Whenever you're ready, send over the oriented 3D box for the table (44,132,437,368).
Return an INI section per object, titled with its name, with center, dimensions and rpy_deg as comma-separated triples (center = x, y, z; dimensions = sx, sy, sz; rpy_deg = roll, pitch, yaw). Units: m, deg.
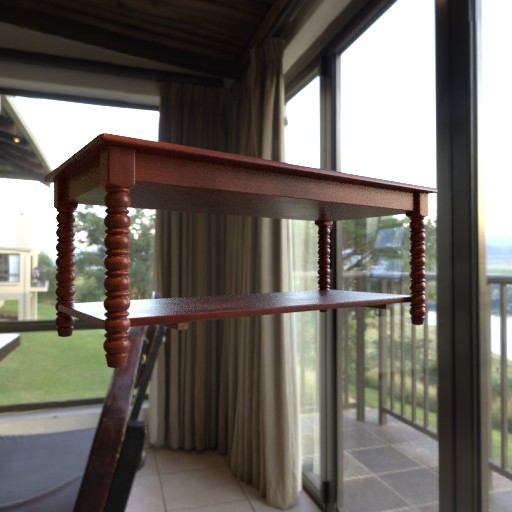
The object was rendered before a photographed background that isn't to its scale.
[table]
center = 0.000, 0.000, 1.449
dimensions = 1.171, 0.485, 0.580
rpy_deg = 0, -1, -36
